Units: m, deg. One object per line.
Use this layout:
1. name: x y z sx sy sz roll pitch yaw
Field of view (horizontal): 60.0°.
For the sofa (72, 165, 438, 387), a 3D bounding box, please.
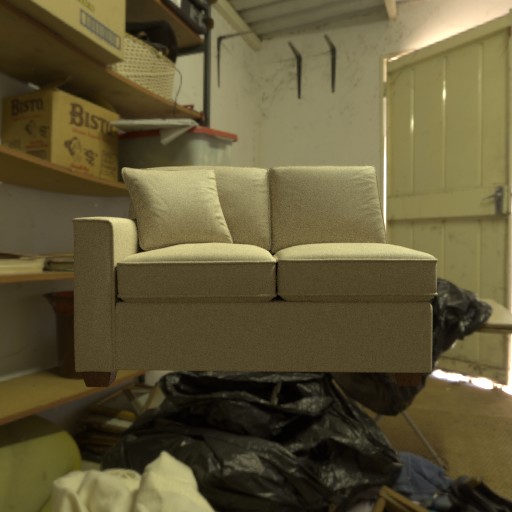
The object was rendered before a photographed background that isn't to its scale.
1. sofa: 0.000 0.000 2.123 1.388 0.989 0.991 0 1 0
